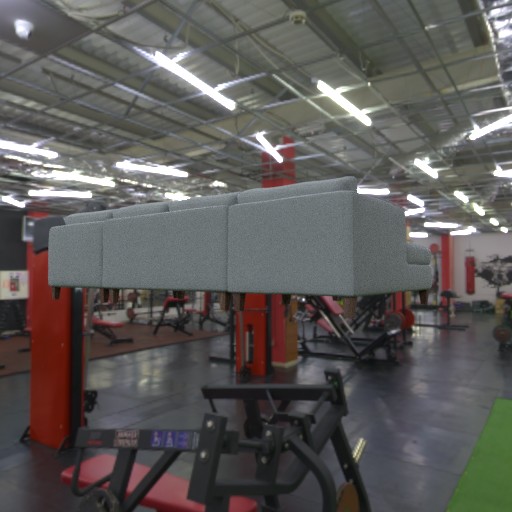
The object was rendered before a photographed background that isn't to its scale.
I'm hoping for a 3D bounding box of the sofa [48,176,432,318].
[{"bbox_3d":[0.000,0.000,4.388,3.238,0.853,2.551,-2,-3,36],"label":"sofa"}]
